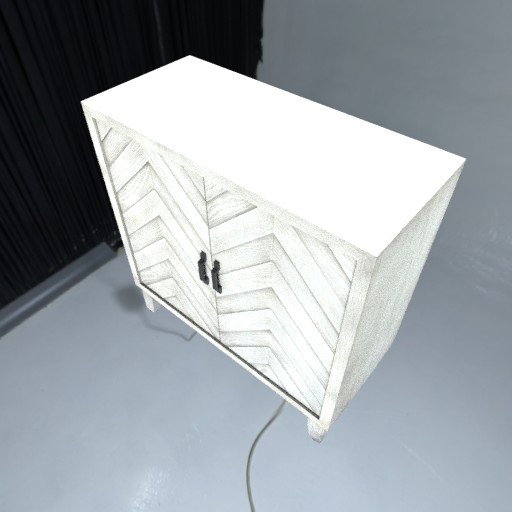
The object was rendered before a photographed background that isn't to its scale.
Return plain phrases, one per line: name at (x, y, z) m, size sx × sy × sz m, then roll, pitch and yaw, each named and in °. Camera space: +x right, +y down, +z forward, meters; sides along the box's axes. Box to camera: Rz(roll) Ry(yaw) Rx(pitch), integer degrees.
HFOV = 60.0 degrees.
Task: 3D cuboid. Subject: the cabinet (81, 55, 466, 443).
cabinet at (0.000, 0.000, 1.234) m, size 0.781 × 0.787 × 0.370 m, roll 31°, pitch 53°, yaw 27°
